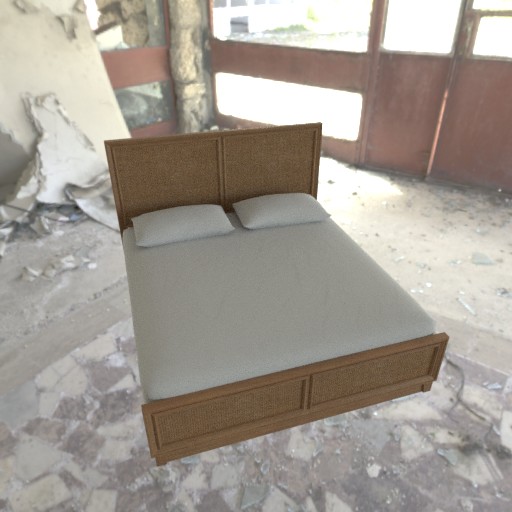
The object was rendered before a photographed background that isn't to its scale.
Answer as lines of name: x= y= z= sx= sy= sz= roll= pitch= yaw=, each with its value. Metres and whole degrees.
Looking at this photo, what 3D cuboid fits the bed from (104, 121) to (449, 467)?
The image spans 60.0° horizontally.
bed: x=0.000 y=0.000 z=3.477 sx=2.003 sy=1.387 sz=2.184 roll=-9 pitch=33 yaw=-15
